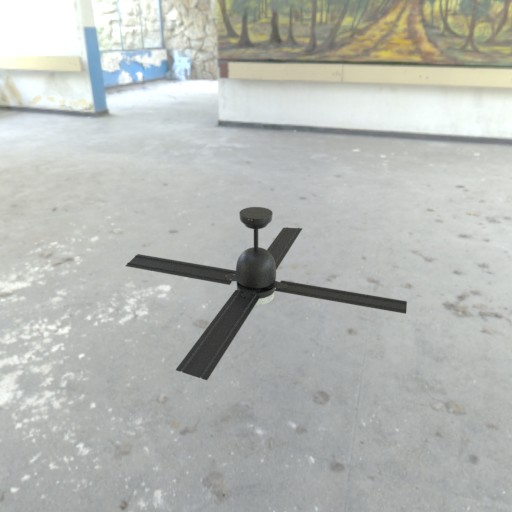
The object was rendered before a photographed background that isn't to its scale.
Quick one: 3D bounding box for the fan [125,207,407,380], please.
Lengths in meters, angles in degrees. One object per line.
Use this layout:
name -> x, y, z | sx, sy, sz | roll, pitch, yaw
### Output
fan -> 0.000, 0.000, 1.967 | 1.319, 0.410, 1.319 | 8, 28, 16
